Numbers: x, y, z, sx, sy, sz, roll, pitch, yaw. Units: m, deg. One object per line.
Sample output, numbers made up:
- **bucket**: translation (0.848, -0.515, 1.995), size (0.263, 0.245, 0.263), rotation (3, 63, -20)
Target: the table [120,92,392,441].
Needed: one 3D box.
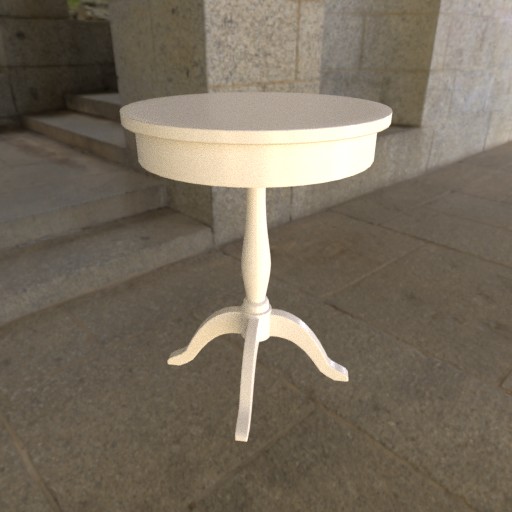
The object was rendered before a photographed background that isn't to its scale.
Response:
- **table**: translation (0.000, 0.000, 1.007), size (0.513, 0.653, 0.513), rotation (0, 26, 0)
